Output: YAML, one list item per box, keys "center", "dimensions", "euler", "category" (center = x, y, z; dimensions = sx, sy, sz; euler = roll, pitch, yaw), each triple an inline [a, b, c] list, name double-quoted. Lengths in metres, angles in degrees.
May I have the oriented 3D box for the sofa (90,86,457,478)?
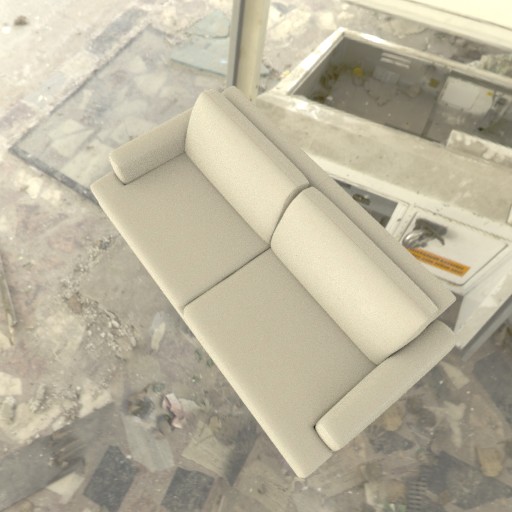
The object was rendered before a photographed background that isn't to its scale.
- center: [0.000, 0.000, 2.341]
  dimensions: [0.974, 0.765, 1.940]
  euler: [-35, 68, -16]
  category: "sofa"
